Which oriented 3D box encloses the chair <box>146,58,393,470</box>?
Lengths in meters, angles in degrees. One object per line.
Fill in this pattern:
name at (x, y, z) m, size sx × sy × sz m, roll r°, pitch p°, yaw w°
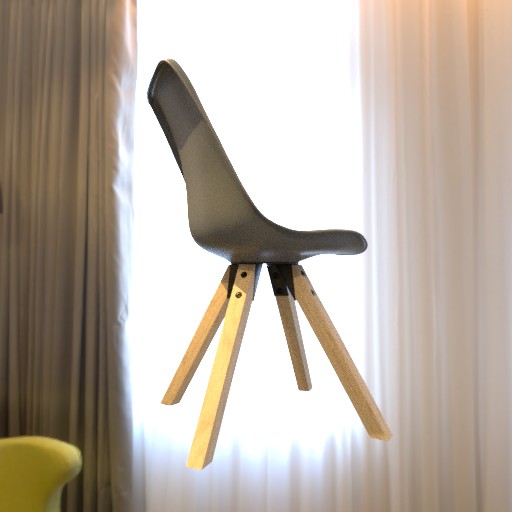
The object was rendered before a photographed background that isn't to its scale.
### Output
chair at (0.000, 0.000, 1.148) m, size 0.550 × 0.850 × 0.485 m, roll 0°, pitch -1°, yaw -19°
